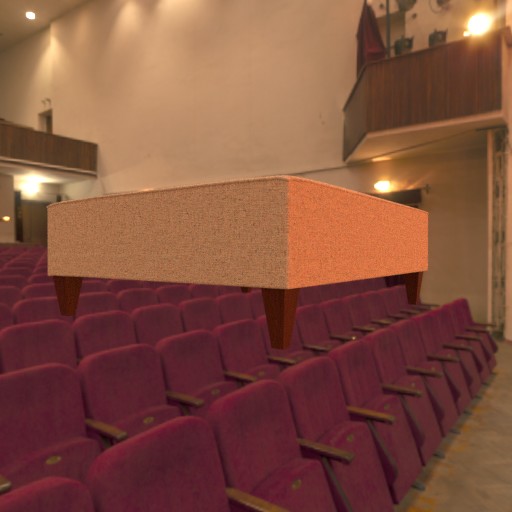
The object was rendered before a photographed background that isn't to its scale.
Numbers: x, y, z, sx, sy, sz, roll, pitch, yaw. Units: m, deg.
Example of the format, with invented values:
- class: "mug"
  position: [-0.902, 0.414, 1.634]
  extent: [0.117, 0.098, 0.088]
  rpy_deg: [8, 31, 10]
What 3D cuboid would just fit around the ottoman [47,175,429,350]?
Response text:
- class: "ottoman"
  position: [0.000, 0.000, 1.265]
  extent: [0.736, 0.303, 0.835]
  rpy_deg: [1, 1, 36]
